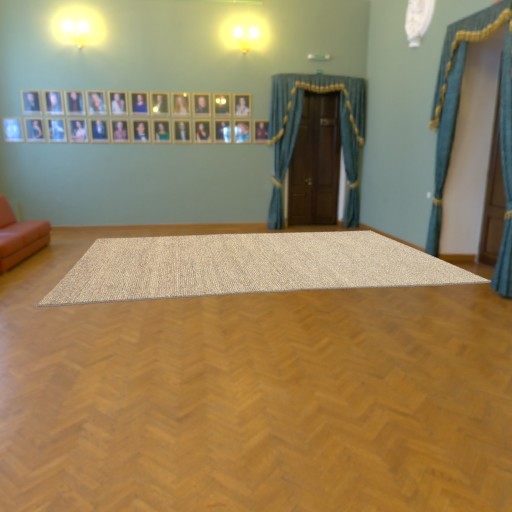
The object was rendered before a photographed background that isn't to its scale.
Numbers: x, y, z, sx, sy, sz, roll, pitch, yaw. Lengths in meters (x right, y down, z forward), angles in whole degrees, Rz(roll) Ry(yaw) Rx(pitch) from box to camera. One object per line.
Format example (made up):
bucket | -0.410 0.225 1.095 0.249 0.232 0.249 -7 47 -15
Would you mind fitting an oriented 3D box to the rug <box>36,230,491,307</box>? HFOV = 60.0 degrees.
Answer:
rug | 0.000 0.000 2.991 2.342 0.030 1.609 -2 13 -9
